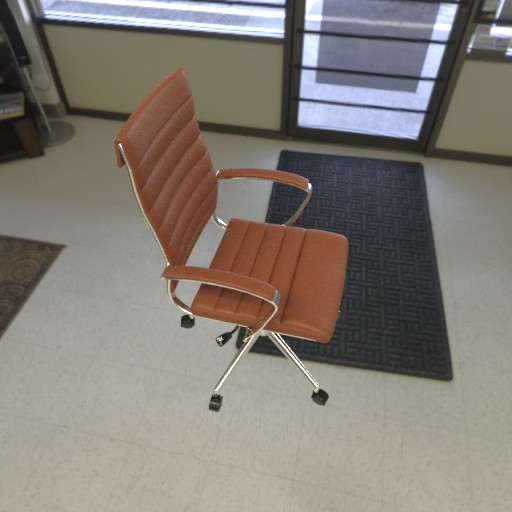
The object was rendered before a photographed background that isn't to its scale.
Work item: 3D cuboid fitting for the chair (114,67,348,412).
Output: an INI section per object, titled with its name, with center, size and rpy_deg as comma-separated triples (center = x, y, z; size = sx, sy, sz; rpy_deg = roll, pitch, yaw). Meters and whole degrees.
[chair]
center = 0.000, 0.000, 1.638
size = 0.739, 1.149, 0.766
rpy_deg = 11, 48, 10
